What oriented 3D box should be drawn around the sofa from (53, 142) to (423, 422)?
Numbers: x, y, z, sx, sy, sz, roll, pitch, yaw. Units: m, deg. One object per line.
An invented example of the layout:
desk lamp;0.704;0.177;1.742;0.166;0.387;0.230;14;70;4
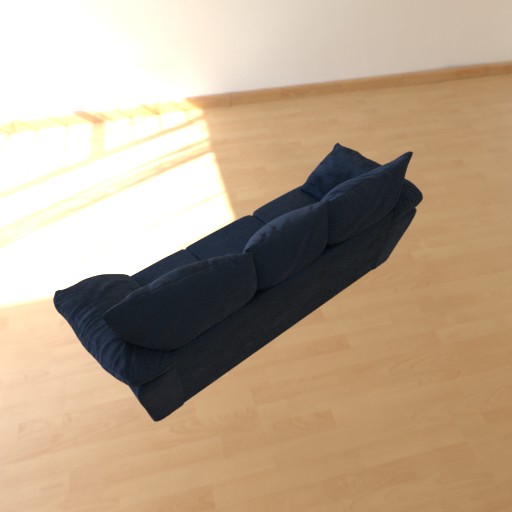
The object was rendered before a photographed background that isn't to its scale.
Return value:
sofa;0.000;0.000;2.917;2.390;1.091;0.907;-30;53;-26
